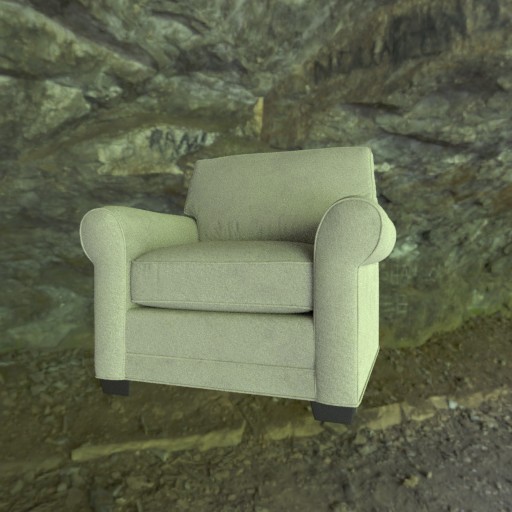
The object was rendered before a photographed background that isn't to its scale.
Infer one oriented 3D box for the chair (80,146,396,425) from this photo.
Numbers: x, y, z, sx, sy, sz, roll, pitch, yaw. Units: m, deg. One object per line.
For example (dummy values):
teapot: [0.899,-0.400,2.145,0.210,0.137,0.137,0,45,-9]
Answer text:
chair: [0.000,0.000,1.930,1.147,1.044,0.939,0,0,20]
